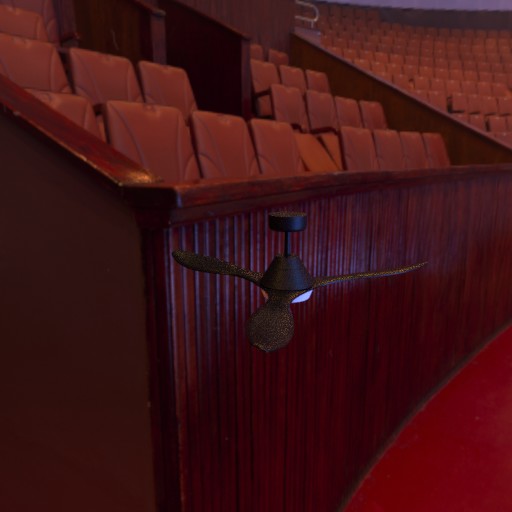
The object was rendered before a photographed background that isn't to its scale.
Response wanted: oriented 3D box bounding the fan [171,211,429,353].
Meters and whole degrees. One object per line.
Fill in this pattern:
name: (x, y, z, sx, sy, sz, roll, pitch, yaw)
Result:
fan: (0.000, 0.000, 1.616, 1.067, 0.305, 1.067, 7, 15, 27)
